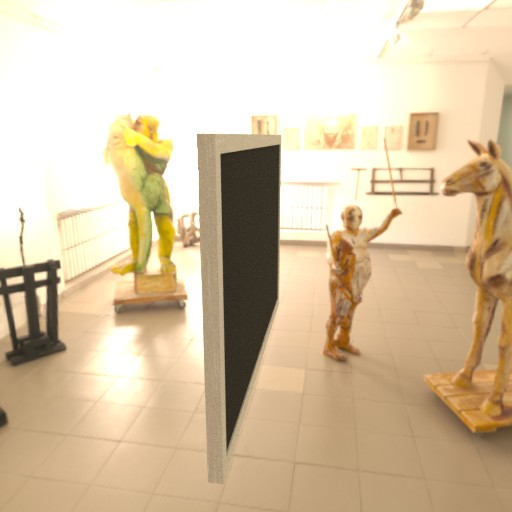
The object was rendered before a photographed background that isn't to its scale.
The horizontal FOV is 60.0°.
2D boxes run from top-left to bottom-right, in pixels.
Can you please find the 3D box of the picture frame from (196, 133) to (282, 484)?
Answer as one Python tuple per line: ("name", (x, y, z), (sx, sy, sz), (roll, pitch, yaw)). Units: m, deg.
("picture frame", (0.000, 0.000, 1.209), (0.029, 0.640, 0.950), (2, 15, 9))
